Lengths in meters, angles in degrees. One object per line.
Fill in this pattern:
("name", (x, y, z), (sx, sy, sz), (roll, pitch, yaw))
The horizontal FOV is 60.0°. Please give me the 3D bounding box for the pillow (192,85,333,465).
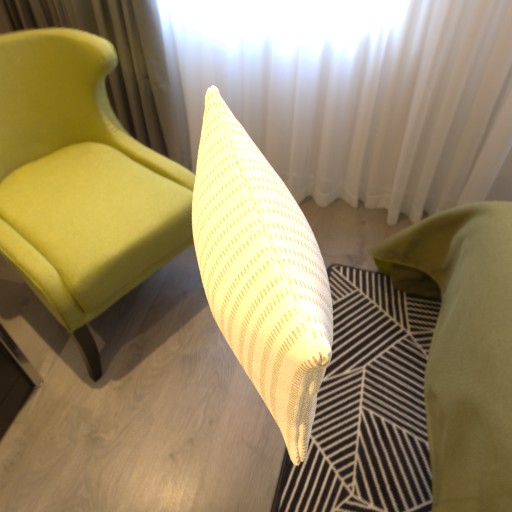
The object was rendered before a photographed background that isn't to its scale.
("pillow", (0.000, 0.000, 0.814), (0.210, 0.353, 0.640), (-11, 49, -10))
